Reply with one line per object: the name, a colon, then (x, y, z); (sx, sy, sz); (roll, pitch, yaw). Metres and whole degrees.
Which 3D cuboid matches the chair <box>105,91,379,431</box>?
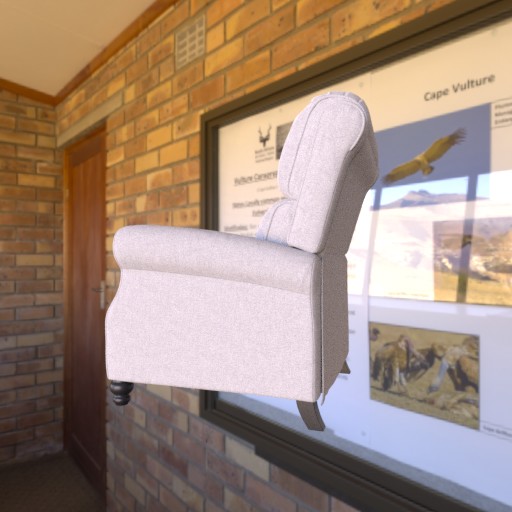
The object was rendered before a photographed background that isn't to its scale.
chair: (0.000, 0.000, 1.765); (0.919, 1.046, 0.859); (0, 0, 18)
